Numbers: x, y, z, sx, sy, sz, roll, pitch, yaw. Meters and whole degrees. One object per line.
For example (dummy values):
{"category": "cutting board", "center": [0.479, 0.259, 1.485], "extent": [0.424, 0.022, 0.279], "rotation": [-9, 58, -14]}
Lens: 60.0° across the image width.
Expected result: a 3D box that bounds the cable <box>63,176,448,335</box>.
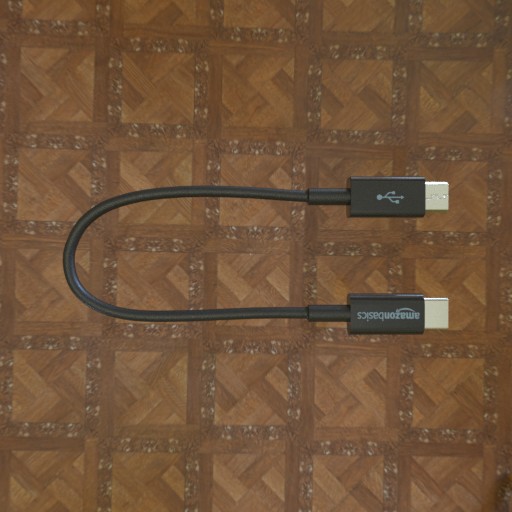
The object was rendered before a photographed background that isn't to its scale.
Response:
{"category": "cable", "center": [0.000, 0.000, 0.114], "extent": [0.098, 0.006, 0.040], "rotation": [0, 90, -1]}
